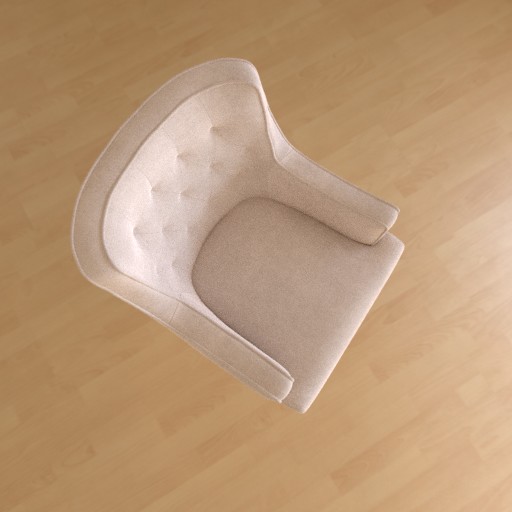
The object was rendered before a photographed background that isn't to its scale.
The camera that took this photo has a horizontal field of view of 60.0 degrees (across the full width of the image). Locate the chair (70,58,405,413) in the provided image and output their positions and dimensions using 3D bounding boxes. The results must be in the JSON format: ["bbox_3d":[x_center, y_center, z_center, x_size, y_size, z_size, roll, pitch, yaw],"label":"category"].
[{"bbox_3d":[0.000,0.000,1.594,0.910,0.920,0.781,33,78,8],"label":"chair"}]
